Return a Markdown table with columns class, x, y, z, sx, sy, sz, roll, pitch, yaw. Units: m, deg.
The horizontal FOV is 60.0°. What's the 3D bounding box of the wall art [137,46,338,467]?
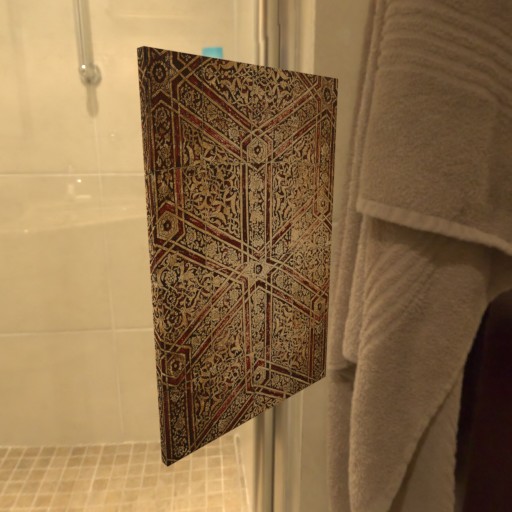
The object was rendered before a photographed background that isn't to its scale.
| class | x | y | z | sx | sy | sz | roll | pitch | yaw |
| --- | --- | --- | --- | --- | --- | --- | --- | --- | --- |
| wall art | 0.000 | 0.000 | 0.752 | 0.397 | 0.599 | 0.020 | -13 | 19 | -42 |
